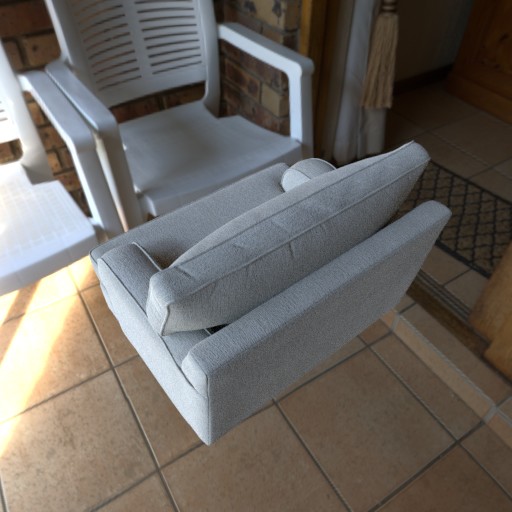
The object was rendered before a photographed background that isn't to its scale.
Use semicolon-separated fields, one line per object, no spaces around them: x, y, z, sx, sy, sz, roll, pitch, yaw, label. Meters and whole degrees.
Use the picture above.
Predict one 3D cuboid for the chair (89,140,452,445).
0.000;0.000;1.999;1.220;1.016;1.041;-29;52;-25;chair
